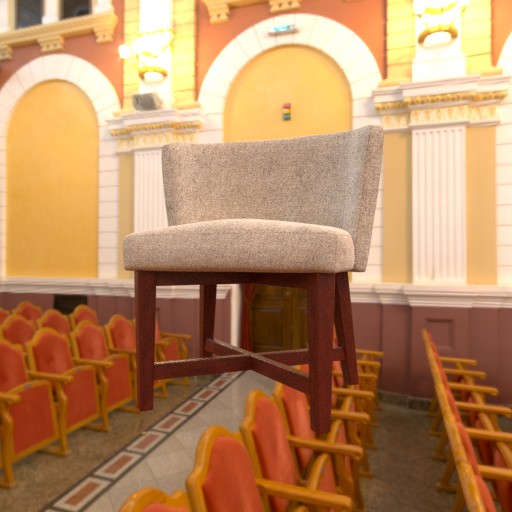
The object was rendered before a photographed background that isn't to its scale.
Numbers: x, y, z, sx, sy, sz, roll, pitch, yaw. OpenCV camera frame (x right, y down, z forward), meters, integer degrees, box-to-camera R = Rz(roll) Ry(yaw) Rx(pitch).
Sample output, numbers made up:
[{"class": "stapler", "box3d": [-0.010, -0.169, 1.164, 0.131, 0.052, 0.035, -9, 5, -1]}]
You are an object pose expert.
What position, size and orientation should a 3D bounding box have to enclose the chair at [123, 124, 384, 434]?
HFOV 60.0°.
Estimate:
[{"class": "chair", "box3d": [0.000, 0.000, 1.325, 0.728, 0.827, 0.575, 0, 0, 18]}]
